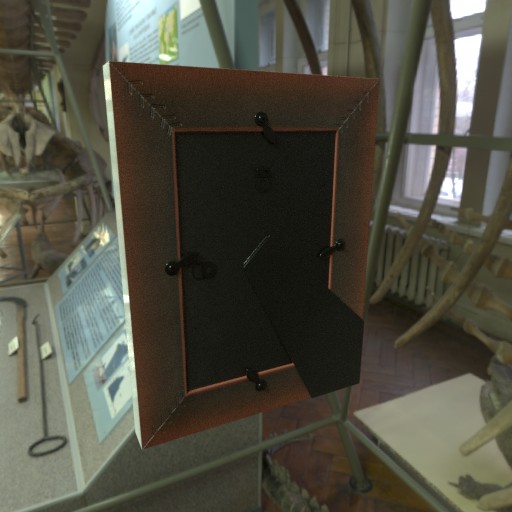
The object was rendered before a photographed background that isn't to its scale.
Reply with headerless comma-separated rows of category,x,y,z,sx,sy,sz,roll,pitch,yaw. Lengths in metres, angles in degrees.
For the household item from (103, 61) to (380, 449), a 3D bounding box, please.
household item,0.000,0.000,0.282,0.165,0.216,0.025,-8,18,-26
